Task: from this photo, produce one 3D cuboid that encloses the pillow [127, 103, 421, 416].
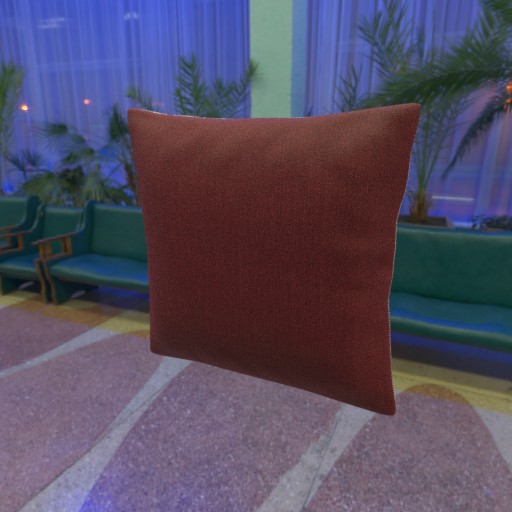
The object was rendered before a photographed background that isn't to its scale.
[{"bbox_3d":[0.000,0.000,0.775,0.513,0.497,0.166,8,18,25],"label":"pillow"}]
